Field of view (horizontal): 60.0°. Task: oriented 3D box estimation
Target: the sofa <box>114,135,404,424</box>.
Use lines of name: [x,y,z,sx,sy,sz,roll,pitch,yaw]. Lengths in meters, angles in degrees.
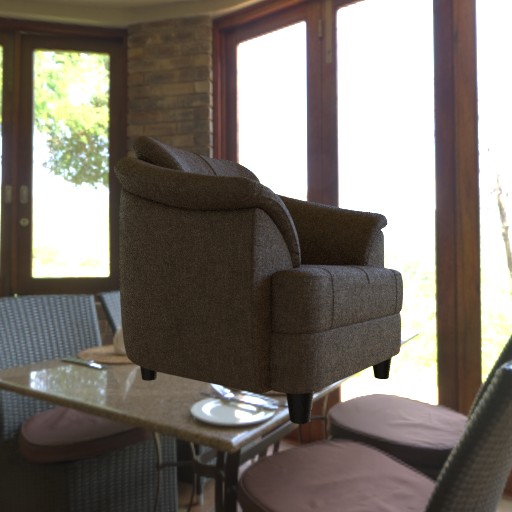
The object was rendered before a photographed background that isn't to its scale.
sofa: [0.000,0.000,1.474,0.794,0.811,0.870,-1,-2,37]
